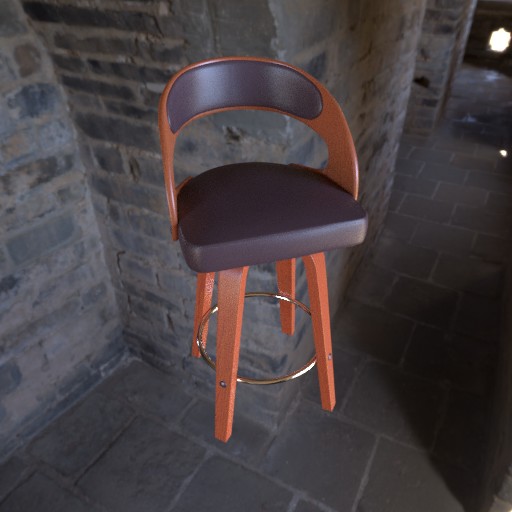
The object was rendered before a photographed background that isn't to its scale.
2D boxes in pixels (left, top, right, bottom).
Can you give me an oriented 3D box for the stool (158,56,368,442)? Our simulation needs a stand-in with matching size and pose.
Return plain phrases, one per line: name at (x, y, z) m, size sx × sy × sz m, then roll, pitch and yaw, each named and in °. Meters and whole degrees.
stool at (0.000, 0.000, 1.216) m, size 0.457 × 0.940 × 0.457 m, roll -10°, pitch 36°, yaw -15°
